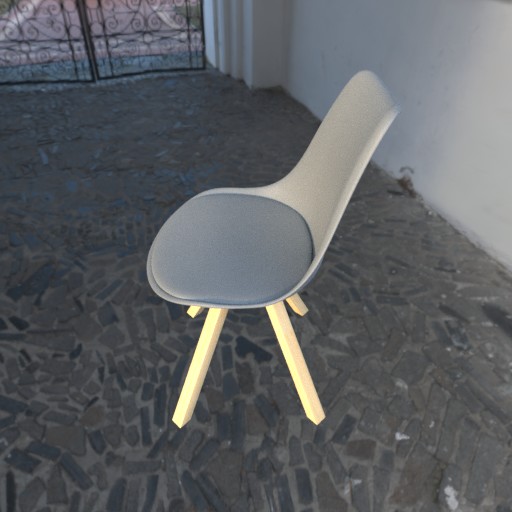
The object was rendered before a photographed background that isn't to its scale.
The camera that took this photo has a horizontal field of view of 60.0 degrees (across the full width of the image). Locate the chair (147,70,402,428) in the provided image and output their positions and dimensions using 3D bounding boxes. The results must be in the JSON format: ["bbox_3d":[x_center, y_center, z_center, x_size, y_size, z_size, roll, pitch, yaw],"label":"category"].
[{"bbox_3d":[0.000,0.000,1.141,0.549,0.850,0.485,-1,39,-1],"label":"chair"}]
